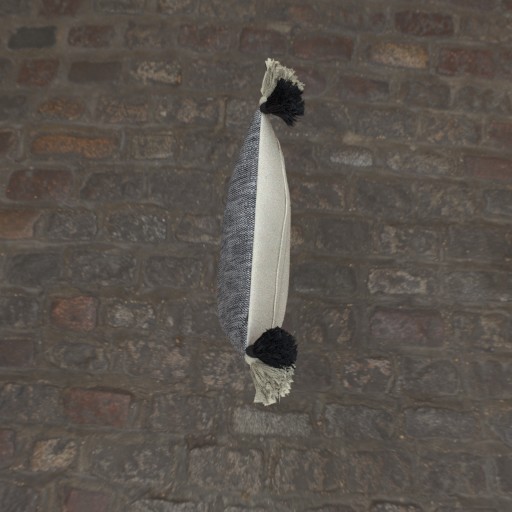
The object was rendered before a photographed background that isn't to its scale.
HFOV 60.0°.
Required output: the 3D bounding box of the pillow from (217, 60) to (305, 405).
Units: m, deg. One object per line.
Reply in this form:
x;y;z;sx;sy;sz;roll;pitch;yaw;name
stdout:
0.000;0.000;1.031;0.170;0.659;0.654;3;75;1;pillow
